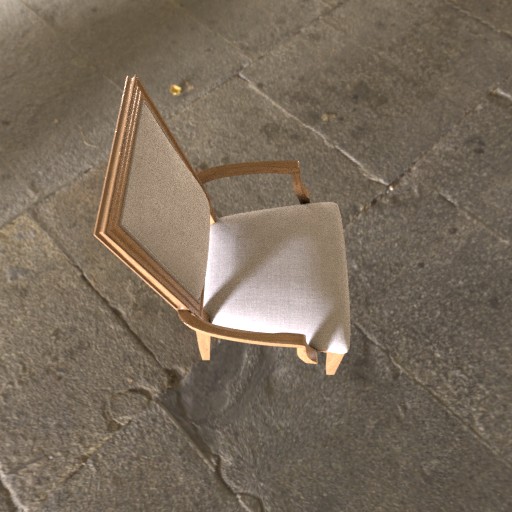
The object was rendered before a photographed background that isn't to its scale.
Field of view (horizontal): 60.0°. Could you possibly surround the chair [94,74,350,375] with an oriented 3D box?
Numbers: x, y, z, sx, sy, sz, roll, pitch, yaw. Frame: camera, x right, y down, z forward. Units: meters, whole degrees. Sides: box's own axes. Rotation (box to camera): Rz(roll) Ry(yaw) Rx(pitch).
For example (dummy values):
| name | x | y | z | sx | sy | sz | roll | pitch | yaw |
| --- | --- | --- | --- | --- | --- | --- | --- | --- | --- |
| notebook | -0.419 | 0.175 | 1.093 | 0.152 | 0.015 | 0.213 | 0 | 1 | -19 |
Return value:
| name | x | y | z | sx | sy | sz | roll | pitch | yaw |
| --- | --- | --- | --- | --- | --- | --- | --- | --- | --- |
| chair | 0.000 | 0.000 | 1.354 | 0.602 | 0.990 | 0.606 | 1 | 63 | 0 |
